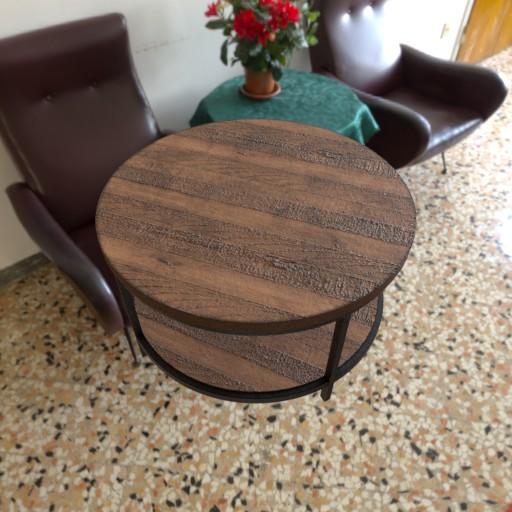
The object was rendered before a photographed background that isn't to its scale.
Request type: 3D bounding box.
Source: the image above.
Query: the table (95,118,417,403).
[{"bbox_3d":[0.000,0.000,1.355,0.837,0.462,0.837,0,45,0],"label":"table"}]
